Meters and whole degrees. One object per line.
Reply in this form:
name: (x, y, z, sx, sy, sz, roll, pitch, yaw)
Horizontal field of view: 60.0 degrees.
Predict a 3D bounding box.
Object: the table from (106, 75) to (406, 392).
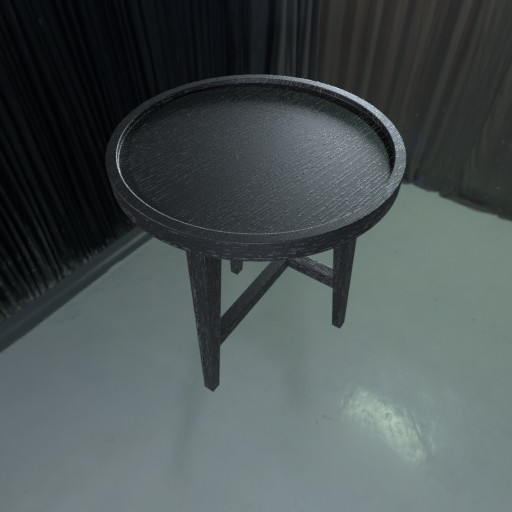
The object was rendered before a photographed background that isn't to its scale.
table: (0.000, 0.000, 0.769, 0.399, 0.460, 0.399, 0, 46, 0)
